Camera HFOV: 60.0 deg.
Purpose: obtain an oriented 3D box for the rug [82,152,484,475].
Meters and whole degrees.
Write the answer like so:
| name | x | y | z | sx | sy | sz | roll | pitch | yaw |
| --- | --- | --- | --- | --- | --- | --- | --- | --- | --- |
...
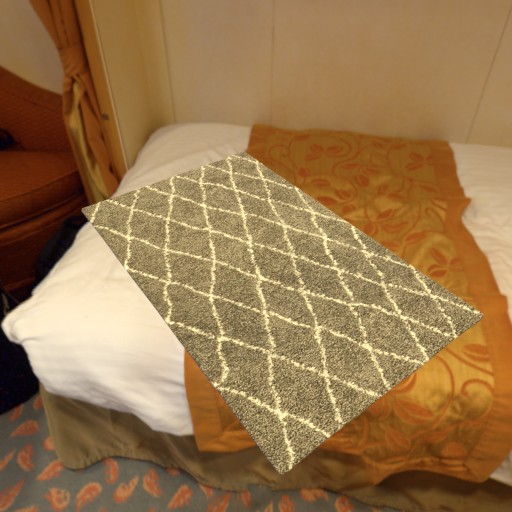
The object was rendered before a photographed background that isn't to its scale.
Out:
| name | x | y | z | sx | sy | sz | roll | pitch | yaw |
| --- | --- | --- | --- | --- | --- | --- | --- | --- | --- |
| rug | 0.000 | 0.000 | 2.983 | 1.524 | 0.030 | 2.438 | -26 | 48 | -26 |
